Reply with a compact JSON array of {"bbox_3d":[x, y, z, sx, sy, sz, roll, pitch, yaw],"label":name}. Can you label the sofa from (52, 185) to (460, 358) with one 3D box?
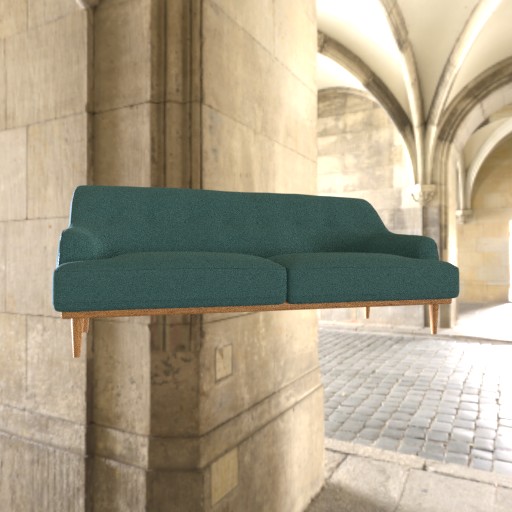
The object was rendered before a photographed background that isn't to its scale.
[{"bbox_3d":[0.000,0.000,2.545,2.057,0.871,0.978,0,0,-18],"label":"sofa"}]
